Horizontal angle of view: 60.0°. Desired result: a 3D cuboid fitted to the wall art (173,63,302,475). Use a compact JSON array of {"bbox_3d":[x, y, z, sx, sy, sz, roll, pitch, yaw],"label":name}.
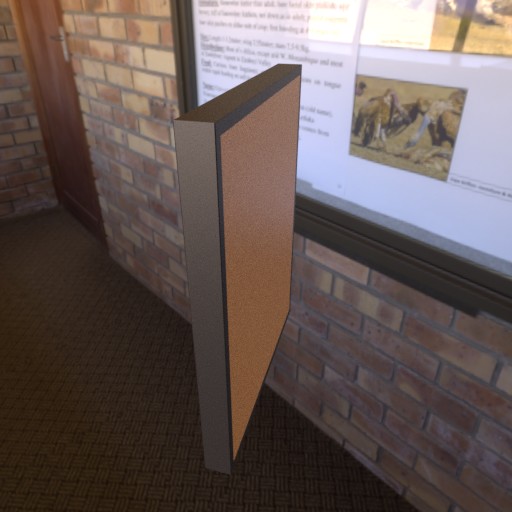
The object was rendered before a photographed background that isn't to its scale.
[{"bbox_3d":[0.000,0.000,0.504,0.030,0.369,0.294,8,31,14],"label":"wall art"}]
